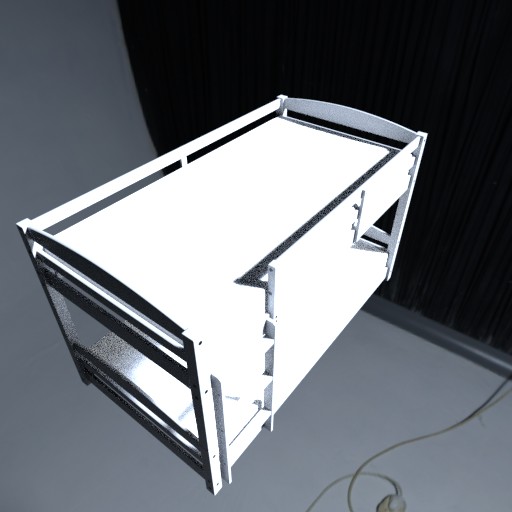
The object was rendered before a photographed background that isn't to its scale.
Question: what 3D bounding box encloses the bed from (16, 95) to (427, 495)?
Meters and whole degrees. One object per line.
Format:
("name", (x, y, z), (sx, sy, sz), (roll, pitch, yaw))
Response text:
("bed", (0.000, 0.000, 2.645), (1.105, 1.206, 2.013), (26, 46, 28))
